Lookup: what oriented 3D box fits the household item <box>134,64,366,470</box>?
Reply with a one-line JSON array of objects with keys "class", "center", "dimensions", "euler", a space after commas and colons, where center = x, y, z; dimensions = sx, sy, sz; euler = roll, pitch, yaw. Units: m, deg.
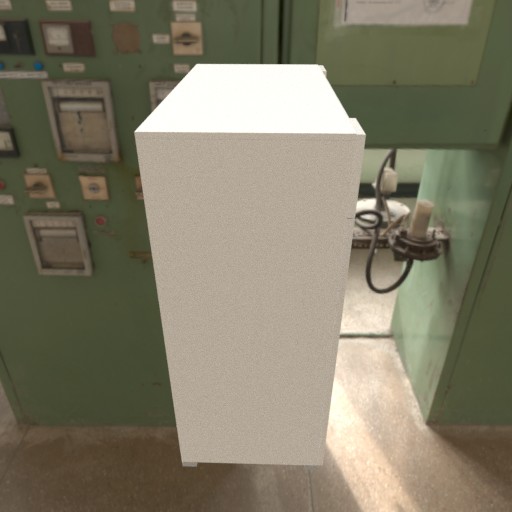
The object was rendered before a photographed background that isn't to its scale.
[{"class": "household item", "center": [0.000, 0.000, 1.402], "dimensions": [0.420, 1.010, 0.790], "euler": [1, 32, 1]}]
